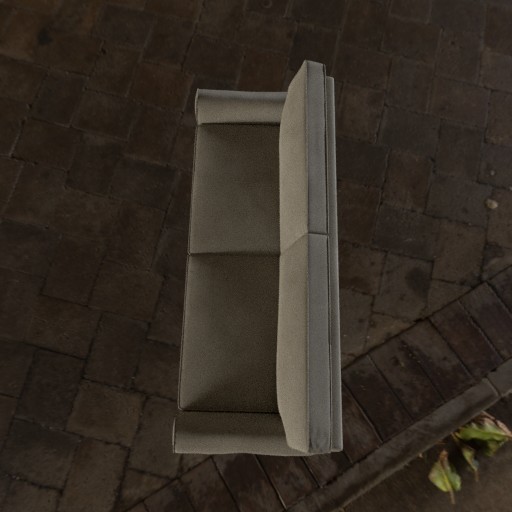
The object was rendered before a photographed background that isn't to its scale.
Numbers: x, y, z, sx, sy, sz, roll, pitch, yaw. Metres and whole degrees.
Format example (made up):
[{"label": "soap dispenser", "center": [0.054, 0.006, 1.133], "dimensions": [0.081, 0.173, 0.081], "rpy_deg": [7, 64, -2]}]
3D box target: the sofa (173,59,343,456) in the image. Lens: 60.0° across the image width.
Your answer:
[{"label": "sofa", "center": [0.000, 0.000, 2.715], "dimensions": [0.900, 1.014, 2.246], "rpy_deg": [1, 75, 0]}]
